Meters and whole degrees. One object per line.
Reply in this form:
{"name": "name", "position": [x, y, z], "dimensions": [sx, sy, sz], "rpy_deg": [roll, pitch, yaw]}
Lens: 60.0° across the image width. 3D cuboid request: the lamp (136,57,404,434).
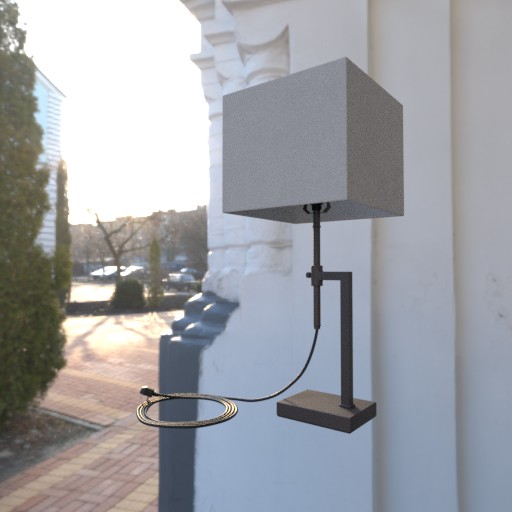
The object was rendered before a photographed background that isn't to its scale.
{"name": "lamp", "position": [0.000, 0.000, 0.952], "dimensions": [0.504, 0.660, 0.399], "rpy_deg": [-1, -2, 37]}
